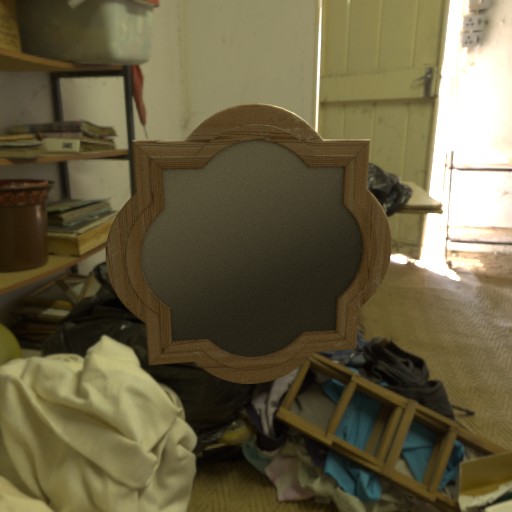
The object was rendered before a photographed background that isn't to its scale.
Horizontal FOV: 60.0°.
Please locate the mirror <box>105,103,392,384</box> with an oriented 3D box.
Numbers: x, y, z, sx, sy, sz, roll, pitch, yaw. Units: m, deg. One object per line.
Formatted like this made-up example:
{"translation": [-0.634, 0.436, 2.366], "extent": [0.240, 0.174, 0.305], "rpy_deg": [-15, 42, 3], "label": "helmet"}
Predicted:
{"translation": [0.000, 0.000, 1.078], "extent": [0.686, 0.686, 0.019], "rpy_deg": [-3, 16, -9], "label": "mirror"}
